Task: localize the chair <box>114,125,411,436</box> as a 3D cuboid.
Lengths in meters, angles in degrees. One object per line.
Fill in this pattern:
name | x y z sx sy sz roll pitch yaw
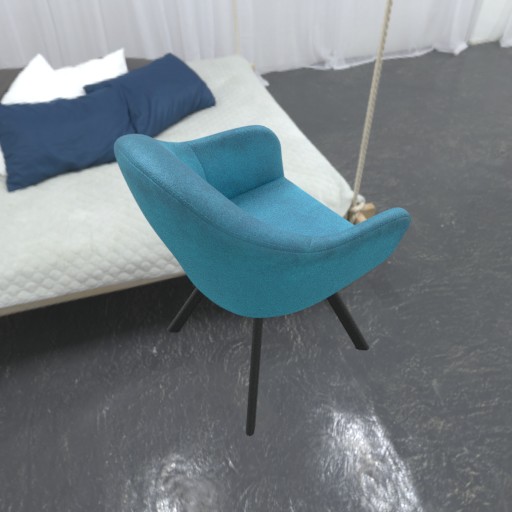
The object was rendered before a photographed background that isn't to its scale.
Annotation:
chair | 0.000 0.000 1.161 0.570 0.780 0.540 -27 49 -26
